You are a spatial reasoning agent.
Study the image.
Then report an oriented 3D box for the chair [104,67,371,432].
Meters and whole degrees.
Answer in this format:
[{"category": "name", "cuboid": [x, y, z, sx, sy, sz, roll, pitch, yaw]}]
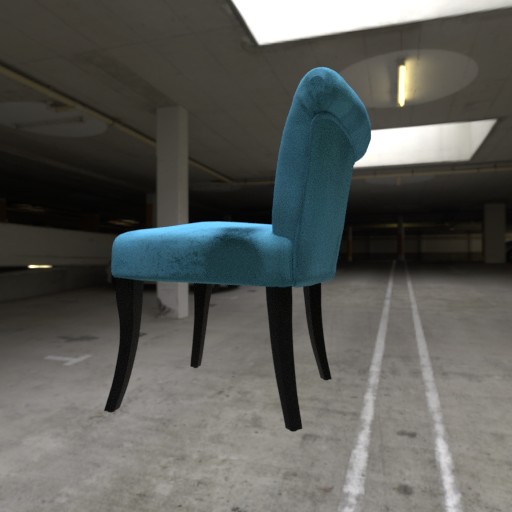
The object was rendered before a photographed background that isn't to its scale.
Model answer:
[{"category": "chair", "cuboid": [0.000, 0.000, 1.201, 0.605, 0.750, 0.582, 0, -1, 18]}]
